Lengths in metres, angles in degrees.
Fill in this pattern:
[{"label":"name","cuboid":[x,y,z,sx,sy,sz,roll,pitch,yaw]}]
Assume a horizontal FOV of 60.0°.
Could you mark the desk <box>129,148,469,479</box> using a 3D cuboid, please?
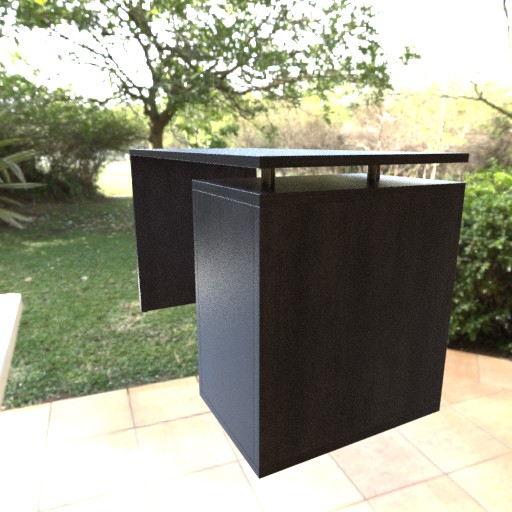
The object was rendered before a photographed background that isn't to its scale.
[{"label":"desk","cuboid":[0.000,0.000,1.598,0.600,0.740,1.200,-7,16,-26]}]
